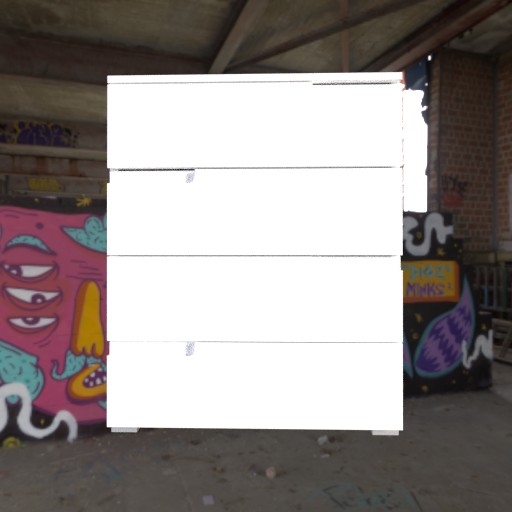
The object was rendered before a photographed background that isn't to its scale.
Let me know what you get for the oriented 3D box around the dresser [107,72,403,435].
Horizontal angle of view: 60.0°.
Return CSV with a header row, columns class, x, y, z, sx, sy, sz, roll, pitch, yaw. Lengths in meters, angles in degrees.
class,x,y,z,sx,sy,sz,roll,pitch,yaw
dresser,0.000,0.000,1.174,0.650,0.800,0.400,0,0,2
